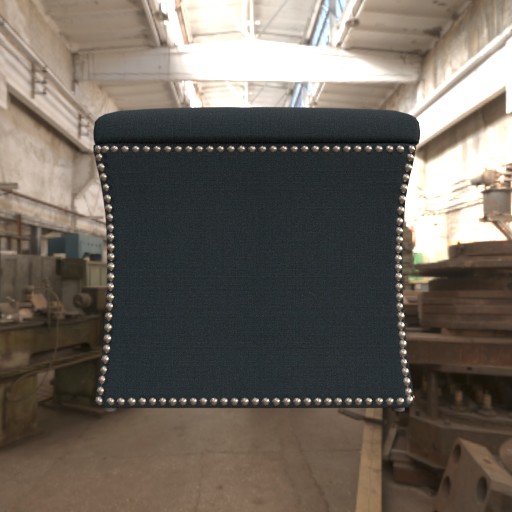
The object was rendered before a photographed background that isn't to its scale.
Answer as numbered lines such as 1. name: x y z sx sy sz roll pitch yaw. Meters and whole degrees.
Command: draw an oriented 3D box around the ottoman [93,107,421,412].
1. ottoman: 0.000 0.000 0.887 0.507 0.475 0.497 0 -1 0
